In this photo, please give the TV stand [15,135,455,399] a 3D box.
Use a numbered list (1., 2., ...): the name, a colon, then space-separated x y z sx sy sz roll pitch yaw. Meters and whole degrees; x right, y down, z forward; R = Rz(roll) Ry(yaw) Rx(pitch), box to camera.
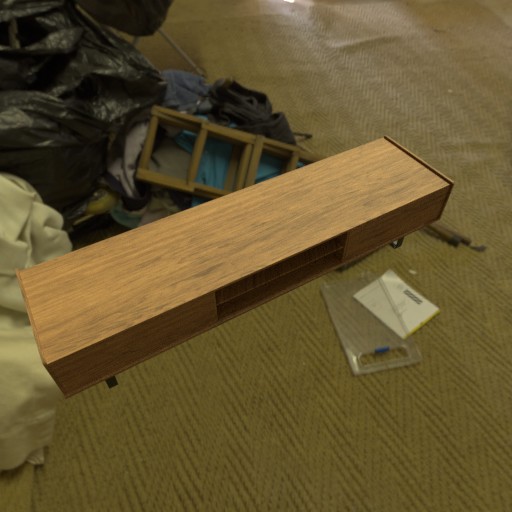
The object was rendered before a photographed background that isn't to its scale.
1. TV stand: 0.000 0.000 1.962 1.796 0.415 0.467 -23 51 -20
